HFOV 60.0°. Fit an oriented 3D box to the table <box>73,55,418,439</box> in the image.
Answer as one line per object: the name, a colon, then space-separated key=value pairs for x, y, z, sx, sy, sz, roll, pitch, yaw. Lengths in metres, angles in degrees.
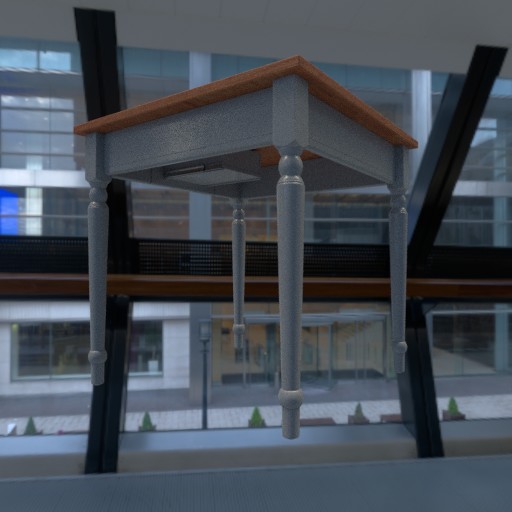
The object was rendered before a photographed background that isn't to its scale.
table: x=0.000 y=0.000 z=1.342 sx=0.747 sy=0.738 sz=0.747 roll=-1 pitch=-1 yaw=36
